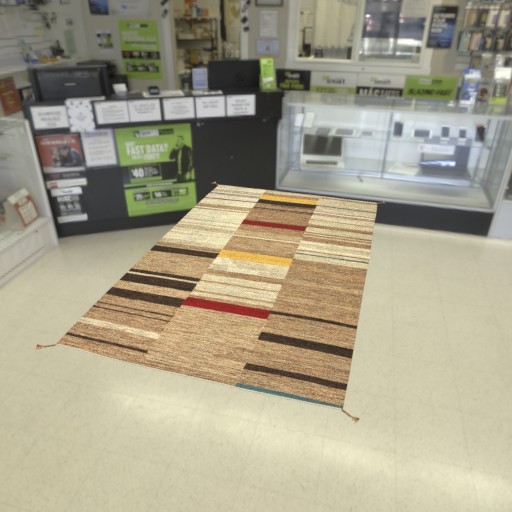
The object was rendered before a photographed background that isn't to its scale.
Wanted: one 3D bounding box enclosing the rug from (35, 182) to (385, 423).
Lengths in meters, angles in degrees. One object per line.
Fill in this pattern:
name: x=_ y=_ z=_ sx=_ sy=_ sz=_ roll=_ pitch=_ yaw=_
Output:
rug: x=0.000 y=0.000 z=2.367 sx=1.268 sy=0.007 sz=1.918 roll=9 pitch=31 yaw=15
